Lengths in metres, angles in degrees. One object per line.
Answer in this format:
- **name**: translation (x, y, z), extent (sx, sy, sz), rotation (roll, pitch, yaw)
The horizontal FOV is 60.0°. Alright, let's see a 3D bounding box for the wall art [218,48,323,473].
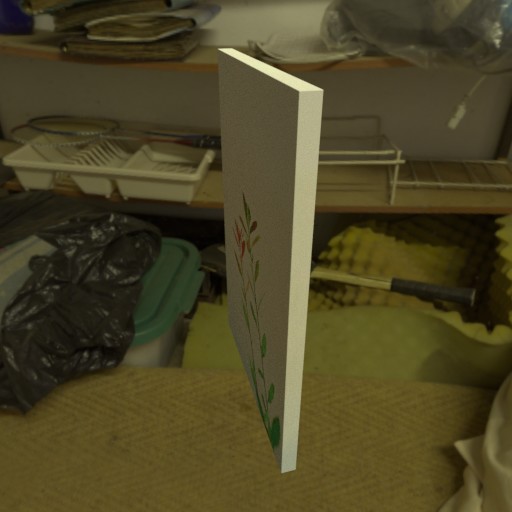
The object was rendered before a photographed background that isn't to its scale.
- **wall art**: translation (0.000, 0.000, 1.140), extent (0.039, 0.915, 0.612), rotation (-8, 31, -13)
